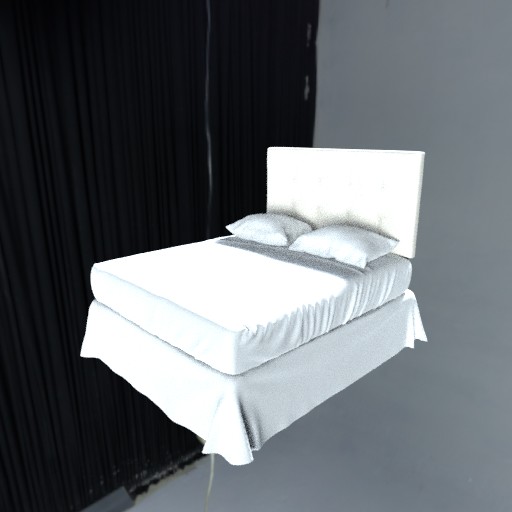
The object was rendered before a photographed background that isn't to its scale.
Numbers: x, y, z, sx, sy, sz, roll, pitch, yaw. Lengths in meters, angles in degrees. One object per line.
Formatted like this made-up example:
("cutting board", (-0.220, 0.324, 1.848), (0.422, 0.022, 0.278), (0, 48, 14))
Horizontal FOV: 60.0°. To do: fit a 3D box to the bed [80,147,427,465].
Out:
("bed", (0.000, 0.000, 3.452), (2.222, 1.577, 1.936), (-15, 21, -42))
